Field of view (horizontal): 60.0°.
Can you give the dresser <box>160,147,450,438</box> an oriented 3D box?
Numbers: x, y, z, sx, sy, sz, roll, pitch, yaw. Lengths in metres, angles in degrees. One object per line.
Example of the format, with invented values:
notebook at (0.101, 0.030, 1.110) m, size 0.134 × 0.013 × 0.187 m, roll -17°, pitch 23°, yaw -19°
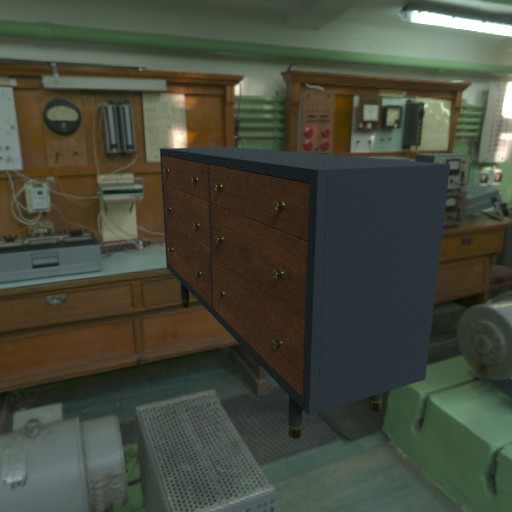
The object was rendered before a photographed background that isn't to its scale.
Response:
dresser at (0.000, 0.000, 1.940) m, size 0.463 × 0.872 × 1.558 m, roll -7°, pitch 17°, yaw -25°
